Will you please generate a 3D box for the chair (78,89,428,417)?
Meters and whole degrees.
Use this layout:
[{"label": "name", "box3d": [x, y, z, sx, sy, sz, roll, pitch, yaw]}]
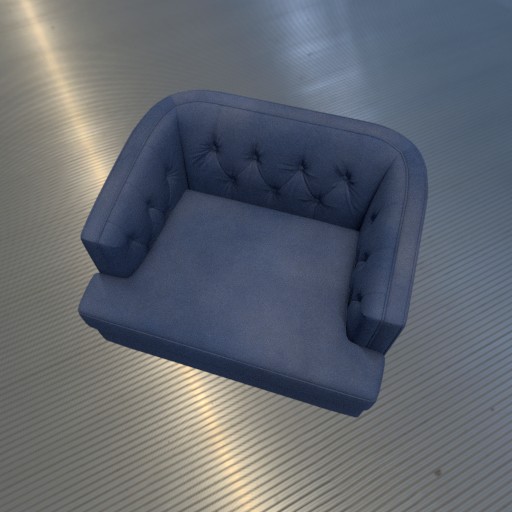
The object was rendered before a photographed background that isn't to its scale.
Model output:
[{"label": "chair", "box3d": [0.000, 0.000, 1.783, 1.118, 0.787, 0.914, 15, 59, 9]}]
